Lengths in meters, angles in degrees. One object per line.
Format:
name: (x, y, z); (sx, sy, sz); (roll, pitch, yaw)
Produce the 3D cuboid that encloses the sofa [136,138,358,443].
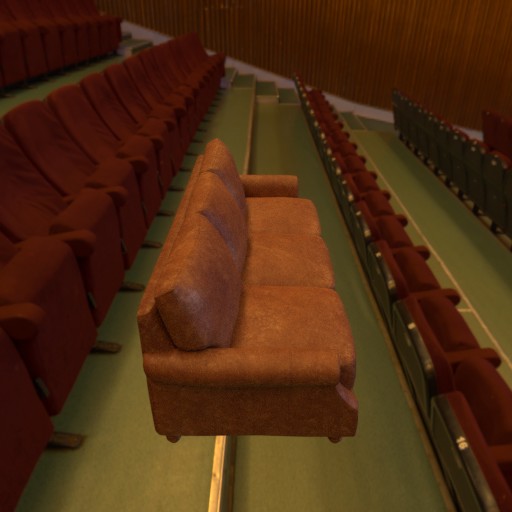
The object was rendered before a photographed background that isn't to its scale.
sofa: (0.000, 0.000, 2.857); (0.973, 0.977, 2.351); (0, 30, 0)
